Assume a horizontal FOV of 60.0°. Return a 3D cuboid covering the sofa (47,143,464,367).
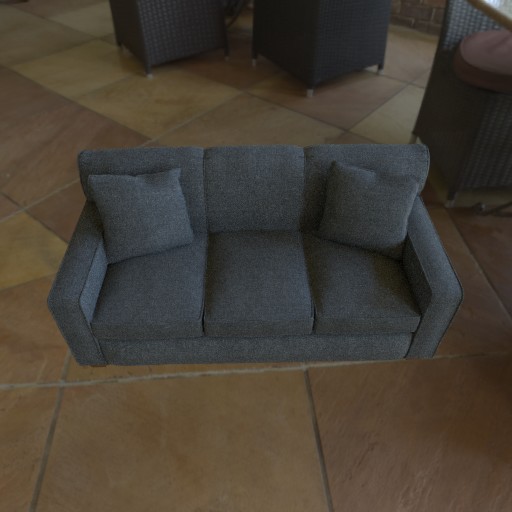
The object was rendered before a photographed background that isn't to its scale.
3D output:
[{"bbox_3d":[0.000,0.000,2.543,2.024,0.958,0.997,-1,45,-1],"label":"sofa"}]
